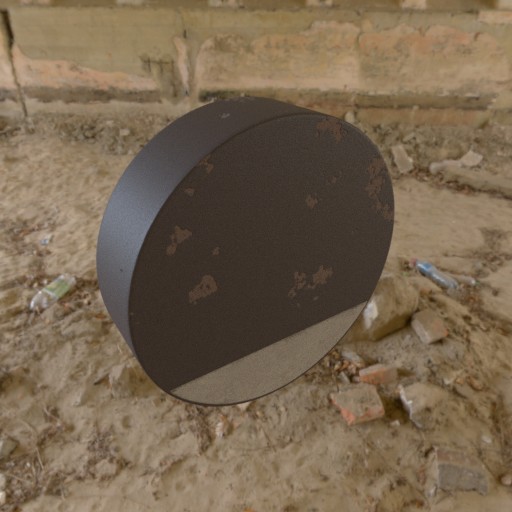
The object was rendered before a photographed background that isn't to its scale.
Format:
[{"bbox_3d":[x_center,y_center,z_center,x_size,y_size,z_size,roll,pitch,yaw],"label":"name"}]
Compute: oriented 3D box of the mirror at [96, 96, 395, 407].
[{"bbox_3d":[0.000,0.000,0.582,0.386,0.386,0.126,-18,35,-29],"label":"mirror"}]
